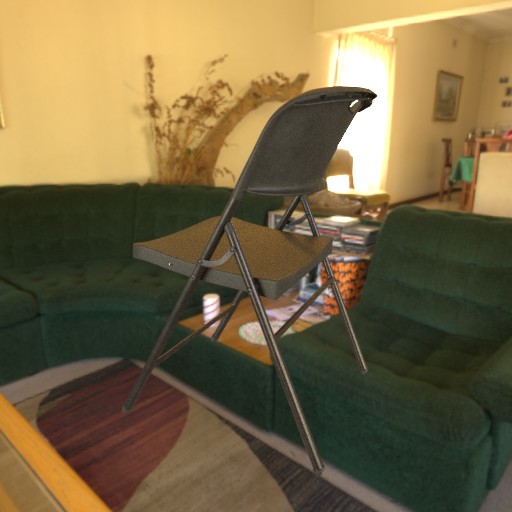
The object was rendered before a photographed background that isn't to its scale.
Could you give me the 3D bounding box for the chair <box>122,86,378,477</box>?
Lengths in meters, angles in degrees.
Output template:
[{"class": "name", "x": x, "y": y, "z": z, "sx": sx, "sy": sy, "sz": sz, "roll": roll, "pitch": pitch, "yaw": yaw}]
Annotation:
[{"class": "chair", "x": 0.000, "y": 0.000, "z": 1.171, "sx": 0.566, "sy": 0.810, "sz": 0.494, "roll": 7, "pitch": 17, "yaw": 24}]
